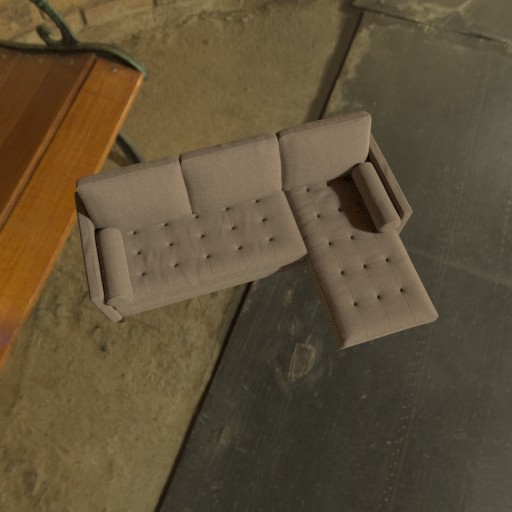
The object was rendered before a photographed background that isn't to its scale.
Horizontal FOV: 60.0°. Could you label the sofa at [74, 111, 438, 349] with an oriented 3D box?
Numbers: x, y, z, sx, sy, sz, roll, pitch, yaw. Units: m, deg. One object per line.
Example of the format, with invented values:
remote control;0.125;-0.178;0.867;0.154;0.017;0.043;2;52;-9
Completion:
sofa;0.000;0.000;3.019;2.178;0.875;1.506;-15;66;-7
